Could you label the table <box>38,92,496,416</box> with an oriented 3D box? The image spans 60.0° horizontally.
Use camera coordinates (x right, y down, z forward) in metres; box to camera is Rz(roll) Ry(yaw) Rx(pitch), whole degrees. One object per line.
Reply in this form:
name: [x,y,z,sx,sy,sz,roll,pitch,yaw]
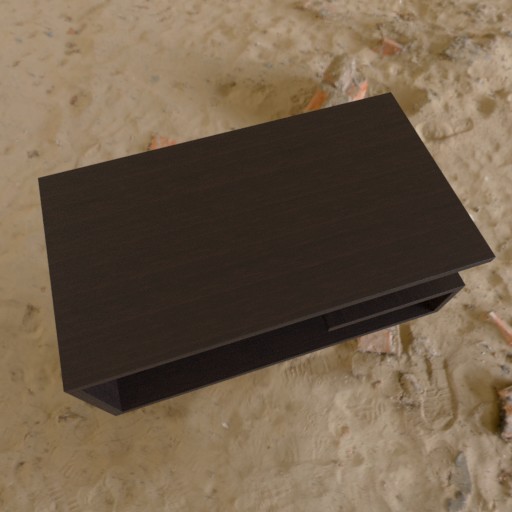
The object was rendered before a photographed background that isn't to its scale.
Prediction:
table: [0.000,0.000,1.347,1.050,0.460,0.590,-16,64,-8]
